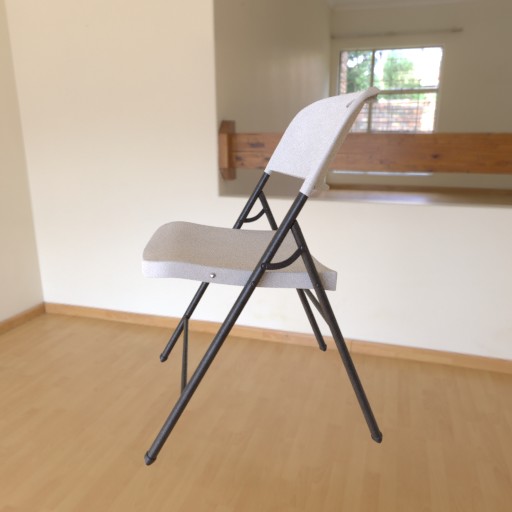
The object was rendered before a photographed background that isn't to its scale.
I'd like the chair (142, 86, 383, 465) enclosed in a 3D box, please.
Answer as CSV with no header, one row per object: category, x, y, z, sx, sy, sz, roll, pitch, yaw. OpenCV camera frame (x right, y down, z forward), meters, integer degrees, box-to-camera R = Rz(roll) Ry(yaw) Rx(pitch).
chair,0.000,0.000,1.142,0.566,0.810,0.494,-2,16,-7
